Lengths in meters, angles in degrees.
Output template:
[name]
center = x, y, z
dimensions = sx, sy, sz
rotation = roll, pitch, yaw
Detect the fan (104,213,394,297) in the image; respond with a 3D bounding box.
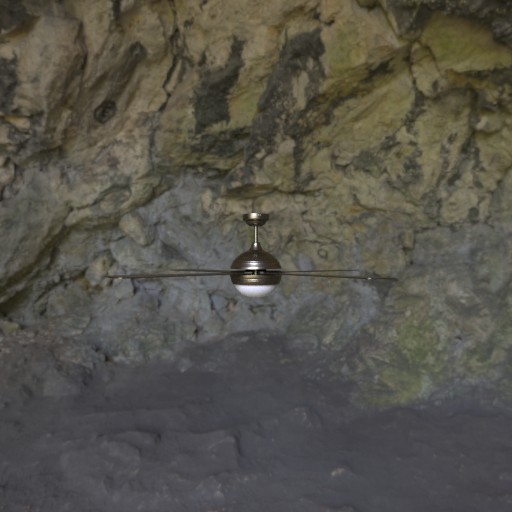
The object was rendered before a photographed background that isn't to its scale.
[fan]
center = 0.000, 0.000, 2.038
dimensions = 1.321, 0.381, 1.321
rotation = 0, 0, -19
